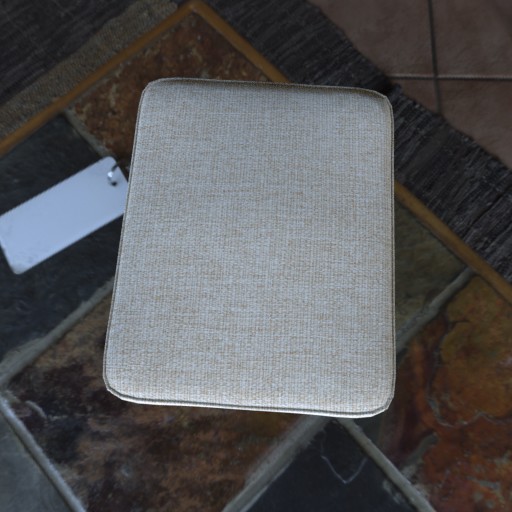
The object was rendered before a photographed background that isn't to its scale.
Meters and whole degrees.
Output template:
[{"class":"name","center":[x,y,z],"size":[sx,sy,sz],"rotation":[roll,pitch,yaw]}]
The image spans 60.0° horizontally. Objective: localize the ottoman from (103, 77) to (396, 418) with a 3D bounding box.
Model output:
[{"class":"ottoman","center":[0.000,0.000,1.124],"size":[0.589,0.537,0.738],"rotation":[4,77,1]}]
